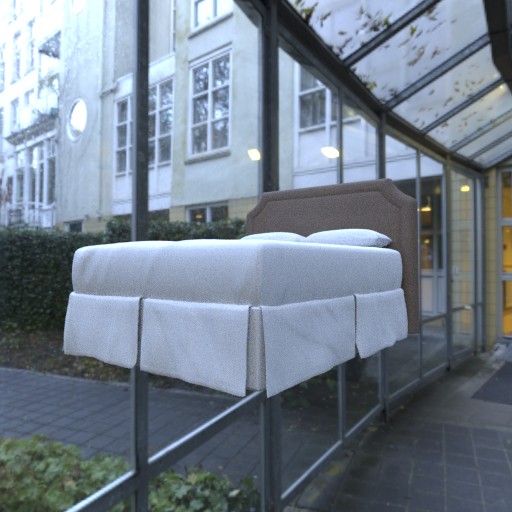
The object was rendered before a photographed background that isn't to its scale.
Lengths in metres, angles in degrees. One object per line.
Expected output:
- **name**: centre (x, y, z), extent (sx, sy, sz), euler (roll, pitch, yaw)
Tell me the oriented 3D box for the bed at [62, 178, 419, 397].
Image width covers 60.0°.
- **bed**: centre (0.000, 0.000, 3.198), extent (1.693, 1.290, 2.116), euler (-1, -1, 37)
